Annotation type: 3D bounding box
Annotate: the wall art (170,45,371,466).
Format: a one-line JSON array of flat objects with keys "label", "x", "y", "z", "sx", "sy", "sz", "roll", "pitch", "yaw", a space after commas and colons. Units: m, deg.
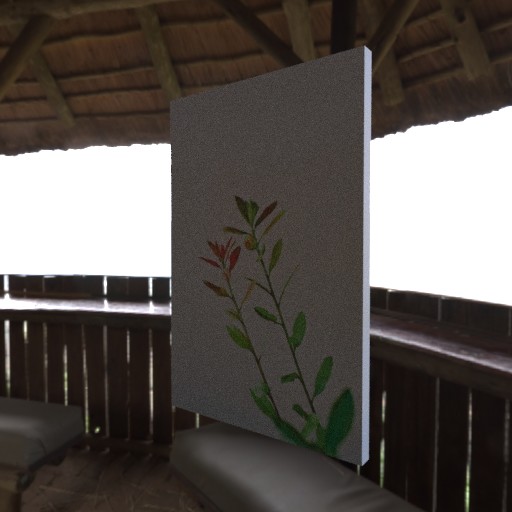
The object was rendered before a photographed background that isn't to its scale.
[{"label": "wall art", "x": 0.000, "y": 0.000, "z": 1.162, "sx": 0.612, "sy": 0.915, "sz": 0.039, "roll": 1, "pitch": 2, "yaw": 37}]
